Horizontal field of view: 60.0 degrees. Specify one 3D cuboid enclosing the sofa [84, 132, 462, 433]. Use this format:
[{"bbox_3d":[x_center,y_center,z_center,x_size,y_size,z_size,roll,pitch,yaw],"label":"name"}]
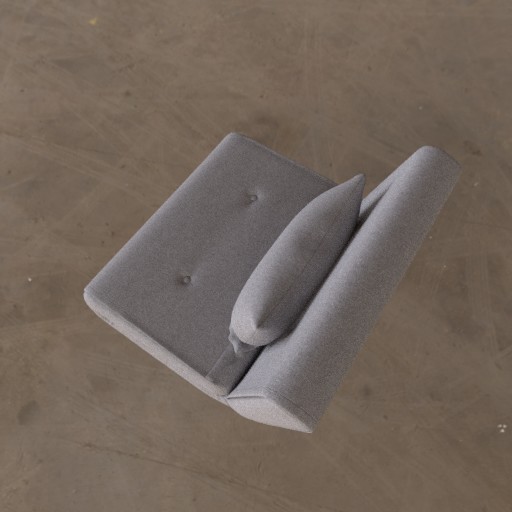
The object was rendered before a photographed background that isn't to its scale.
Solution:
[{"bbox_3d":[0.000,0.000,1.733,1.000,0.825,1.020,31,66,15],"label":"sofa"}]
